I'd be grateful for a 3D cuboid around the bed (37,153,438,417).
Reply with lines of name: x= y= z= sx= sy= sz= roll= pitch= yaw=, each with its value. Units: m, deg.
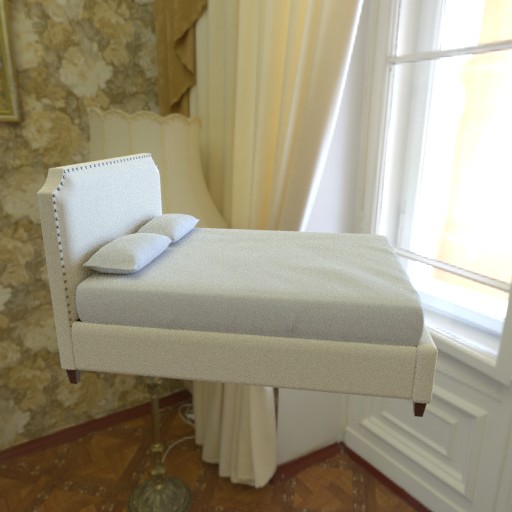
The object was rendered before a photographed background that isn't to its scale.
bed: x=0.000 y=0.000 z=3.370 sx=2.329 sy=1.415 sz=1.703 roll=3 pitch=17 yaw=9
